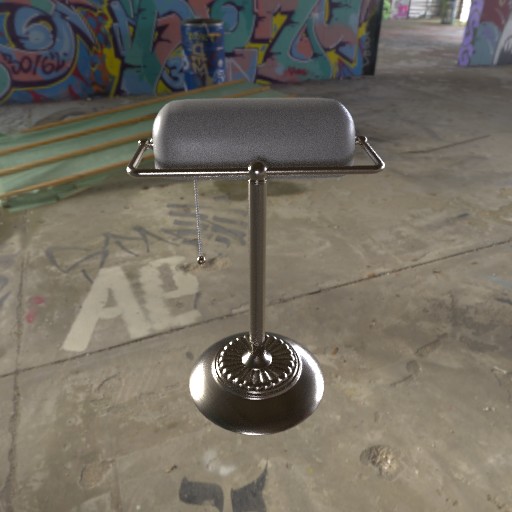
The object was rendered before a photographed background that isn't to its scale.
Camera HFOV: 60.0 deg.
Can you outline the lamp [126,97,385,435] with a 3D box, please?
[{"bbox_3d":[0.000,0.000,0.527,0.264,0.339,0.243,-1,32,-2],"label":"lamp"}]
